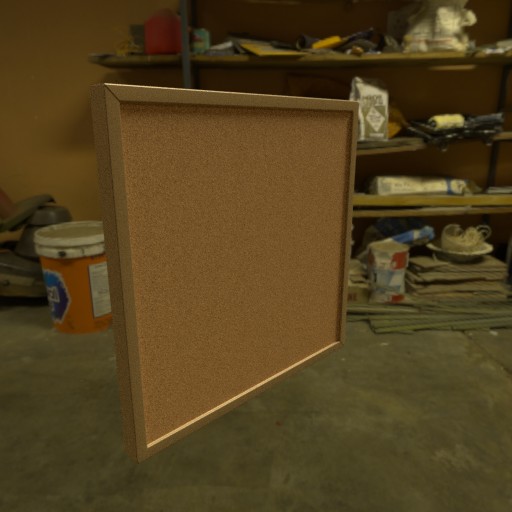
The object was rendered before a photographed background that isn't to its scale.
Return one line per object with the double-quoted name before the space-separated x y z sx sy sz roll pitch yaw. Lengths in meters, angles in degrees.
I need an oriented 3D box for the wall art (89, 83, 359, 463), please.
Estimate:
"wall art" 0.000 0.000 0.745 0.509 0.509 0.036 -15 22 -42
